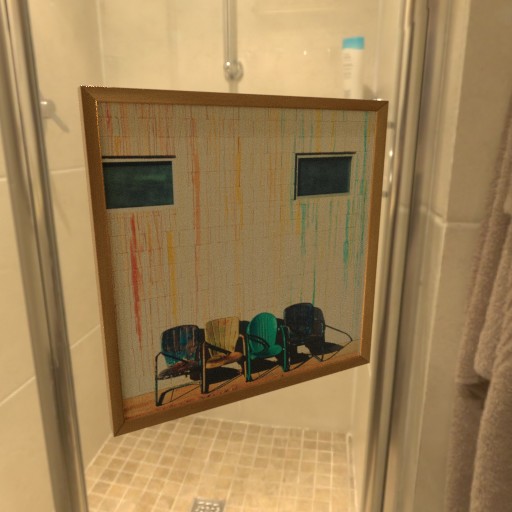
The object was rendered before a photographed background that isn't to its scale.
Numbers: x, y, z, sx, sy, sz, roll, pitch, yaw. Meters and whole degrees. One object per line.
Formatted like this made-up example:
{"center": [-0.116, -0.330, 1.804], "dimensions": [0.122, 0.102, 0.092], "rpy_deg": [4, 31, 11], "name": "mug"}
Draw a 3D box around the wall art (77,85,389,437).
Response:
{"center": [0.000, 0.000, 0.442], "dimensions": [0.302, 0.302, 0.019], "rpy_deg": [-8, 17, -26], "name": "wall art"}
